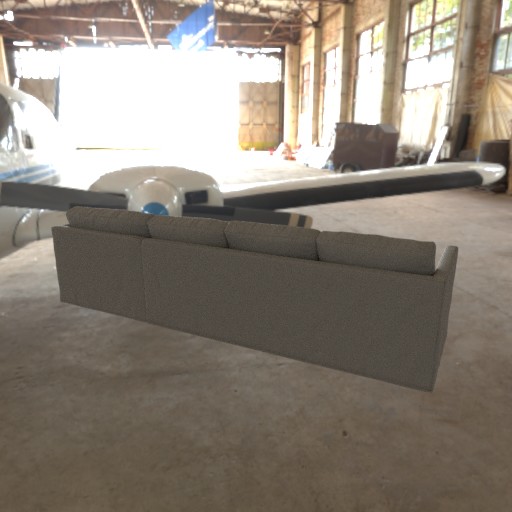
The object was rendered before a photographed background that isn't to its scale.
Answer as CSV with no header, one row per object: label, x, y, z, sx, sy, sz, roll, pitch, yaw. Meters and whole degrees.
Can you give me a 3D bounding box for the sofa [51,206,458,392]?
sofa,0.000,0.000,3.863,3.177,0.867,1.622,8,17,27
